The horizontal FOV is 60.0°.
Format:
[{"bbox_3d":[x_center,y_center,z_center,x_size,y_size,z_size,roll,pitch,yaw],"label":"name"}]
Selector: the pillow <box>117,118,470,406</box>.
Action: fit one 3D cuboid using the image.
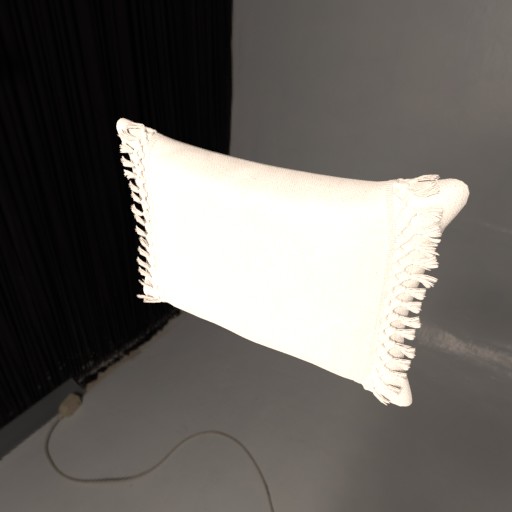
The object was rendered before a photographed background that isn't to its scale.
[{"bbox_3d":[0.000,0.000,0.587,0.466,0.305,0.084,18,35,28],"label":"pillow"}]
